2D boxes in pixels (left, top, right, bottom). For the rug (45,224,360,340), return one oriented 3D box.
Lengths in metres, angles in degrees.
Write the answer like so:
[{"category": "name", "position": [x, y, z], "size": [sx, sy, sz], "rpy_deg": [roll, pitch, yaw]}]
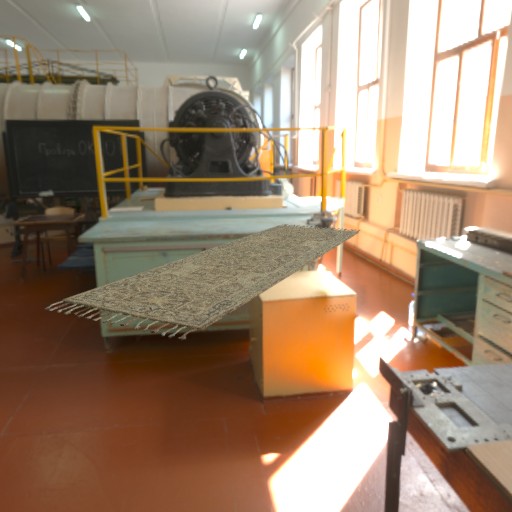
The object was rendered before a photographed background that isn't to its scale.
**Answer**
[{"category": "rug", "position": [0.000, 0.000, 2.915], "size": [0.762, 0.011, 2.664], "rpy_deg": [6, 14, 26]}]
